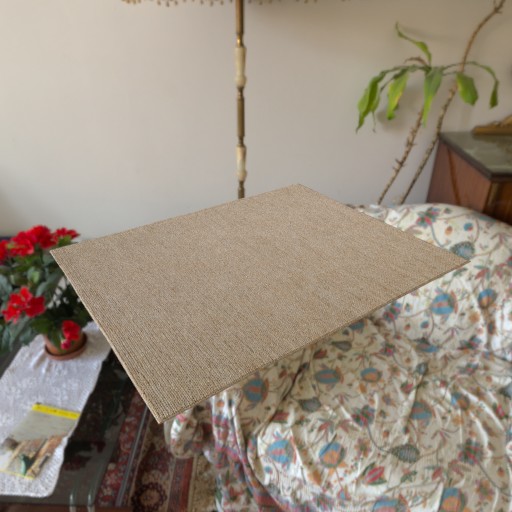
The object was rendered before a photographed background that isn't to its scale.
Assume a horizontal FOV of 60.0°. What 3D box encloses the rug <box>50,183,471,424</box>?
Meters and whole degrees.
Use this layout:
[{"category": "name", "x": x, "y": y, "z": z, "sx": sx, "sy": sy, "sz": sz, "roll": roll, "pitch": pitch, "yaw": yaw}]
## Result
[{"category": "rug", "x": 0.000, "y": 0.000, "z": 4.067, "sx": 3.034, "sy": 0.012, "sz": 2.406, "roll": -20, "pitch": 35, "yaw": -30}]
